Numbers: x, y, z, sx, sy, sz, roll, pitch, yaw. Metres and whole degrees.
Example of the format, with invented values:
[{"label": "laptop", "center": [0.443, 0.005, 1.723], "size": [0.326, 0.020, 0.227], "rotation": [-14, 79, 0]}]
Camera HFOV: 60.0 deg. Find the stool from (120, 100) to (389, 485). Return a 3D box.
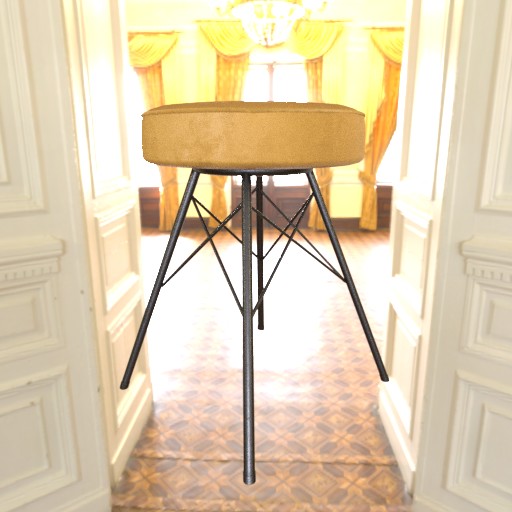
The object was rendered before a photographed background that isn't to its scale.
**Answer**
[{"label": "stool", "center": [0.000, 0.000, 0.927], "size": [0.472, 0.595, 0.438], "rotation": [-13, 20, -41]}]
